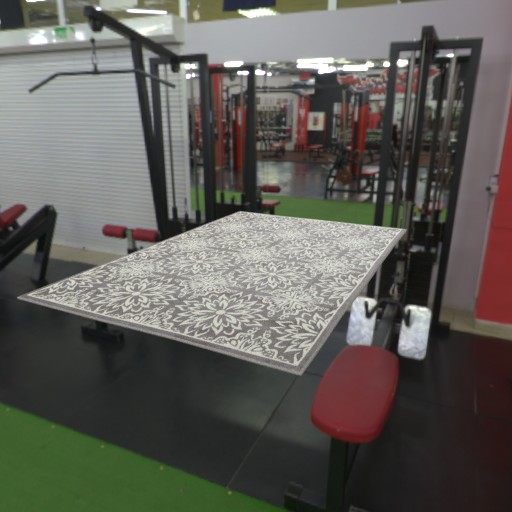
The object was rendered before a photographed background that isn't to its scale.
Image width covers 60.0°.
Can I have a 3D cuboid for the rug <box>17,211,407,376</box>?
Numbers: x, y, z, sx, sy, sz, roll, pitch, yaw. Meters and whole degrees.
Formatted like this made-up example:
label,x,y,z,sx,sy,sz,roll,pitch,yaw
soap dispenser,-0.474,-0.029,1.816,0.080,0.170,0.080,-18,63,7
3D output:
label,x,y,z,sx,sy,sz,roll,pitch,yaw
rug,0.000,0.000,2.301,1.224,0.012,1.847,9,20,26
